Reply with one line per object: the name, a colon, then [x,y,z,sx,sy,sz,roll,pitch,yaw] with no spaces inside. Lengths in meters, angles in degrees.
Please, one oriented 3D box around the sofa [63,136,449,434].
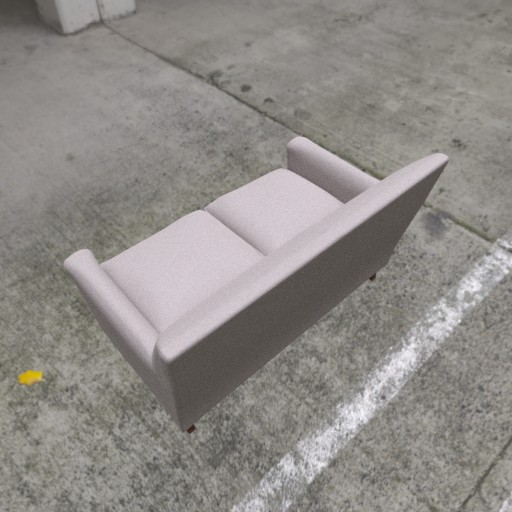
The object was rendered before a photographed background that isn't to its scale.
sofa: [0.000,0.000,2.113,1.482,0.890,0.888,-33,55,-28]
